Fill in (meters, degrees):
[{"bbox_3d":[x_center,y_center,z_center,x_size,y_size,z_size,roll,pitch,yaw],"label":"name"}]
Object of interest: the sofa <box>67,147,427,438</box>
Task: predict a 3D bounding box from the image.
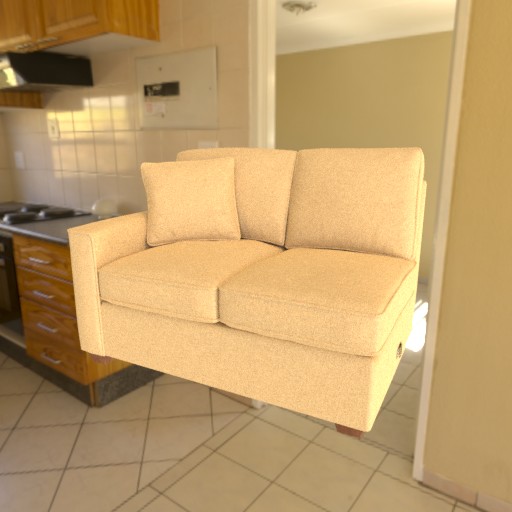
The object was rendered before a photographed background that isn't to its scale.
[{"bbox_3d":[0.000,0.000,2.075,1.388,0.989,0.991,7,16,26],"label":"sofa"}]
